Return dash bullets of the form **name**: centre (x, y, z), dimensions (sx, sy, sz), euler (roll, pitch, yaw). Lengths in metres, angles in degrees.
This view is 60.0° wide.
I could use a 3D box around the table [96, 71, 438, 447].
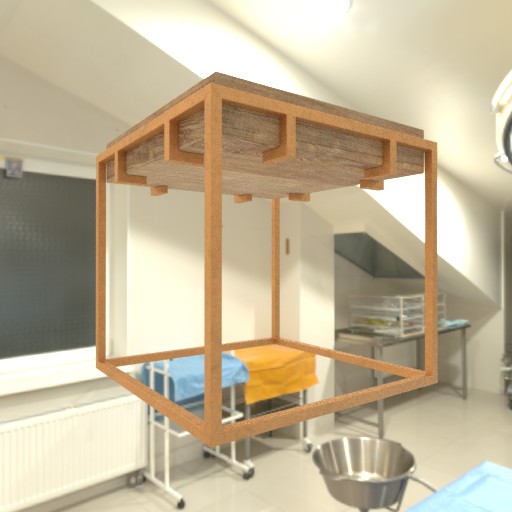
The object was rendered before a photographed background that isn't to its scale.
- **table**: centre (0.000, 0.000, 1.089), dimensions (0.599, 0.584, 0.599), euler (0, 0, -36)
